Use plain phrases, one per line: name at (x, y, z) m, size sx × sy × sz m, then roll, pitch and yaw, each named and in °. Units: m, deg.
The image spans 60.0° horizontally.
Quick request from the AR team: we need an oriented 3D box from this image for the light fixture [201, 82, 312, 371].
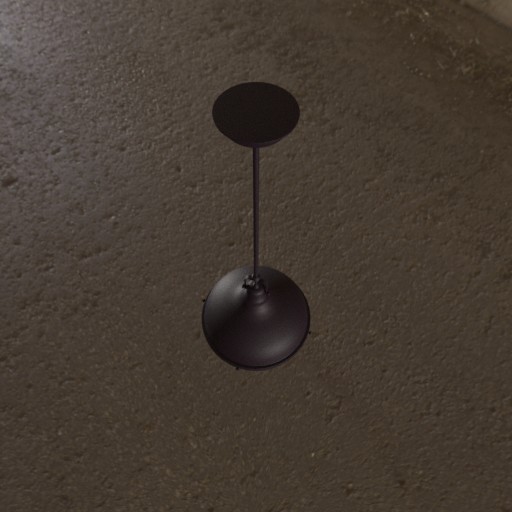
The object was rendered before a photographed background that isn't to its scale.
light fixture at (0.000, 0.000, 1.023) m, size 0.341 × 0.849 × 0.341 m, roll 16°, pitch 61°, yaw 9°
